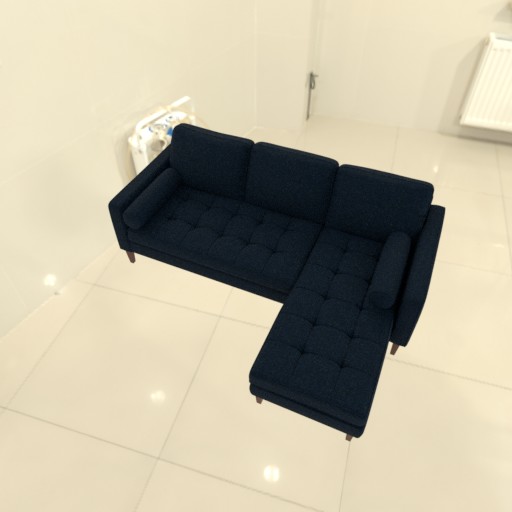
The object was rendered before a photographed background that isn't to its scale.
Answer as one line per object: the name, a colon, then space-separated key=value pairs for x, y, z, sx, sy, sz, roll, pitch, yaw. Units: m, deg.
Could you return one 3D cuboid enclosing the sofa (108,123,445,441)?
sofa: x=0.000 y=0.000 z=2.960 sx=2.185 sy=0.841 sz=1.613 roll=18 pitch=49 yaw=16
